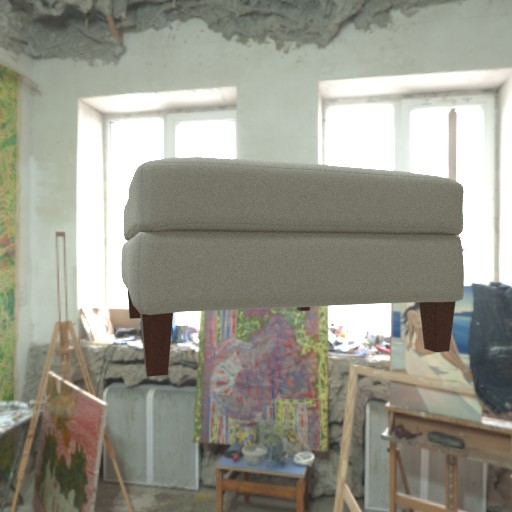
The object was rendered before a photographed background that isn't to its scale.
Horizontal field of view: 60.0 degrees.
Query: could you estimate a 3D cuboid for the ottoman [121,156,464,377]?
[{"bbox_3d":[0.000,0.000,1.458,0.836,0.492,0.976,0,0,-18],"label":"ottoman"}]
